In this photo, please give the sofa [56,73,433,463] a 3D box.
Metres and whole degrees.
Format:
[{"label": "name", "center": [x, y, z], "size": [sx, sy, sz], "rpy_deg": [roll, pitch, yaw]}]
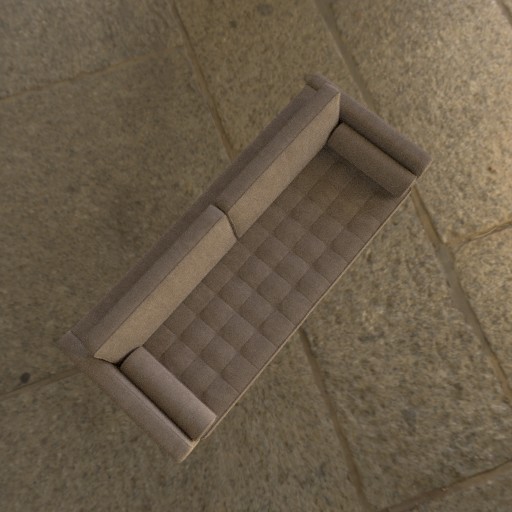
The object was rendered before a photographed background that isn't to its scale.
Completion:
[{"label": "sofa", "center": [0.000, 0.000, 2.626], "size": [0.919, 0.770, 2.200], "rpy_deg": [40, 79, 9]}]
